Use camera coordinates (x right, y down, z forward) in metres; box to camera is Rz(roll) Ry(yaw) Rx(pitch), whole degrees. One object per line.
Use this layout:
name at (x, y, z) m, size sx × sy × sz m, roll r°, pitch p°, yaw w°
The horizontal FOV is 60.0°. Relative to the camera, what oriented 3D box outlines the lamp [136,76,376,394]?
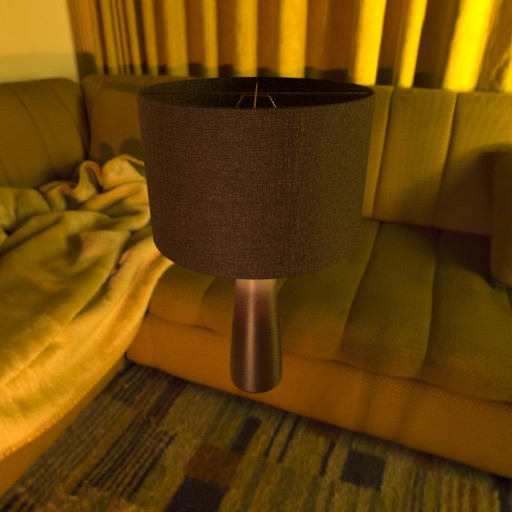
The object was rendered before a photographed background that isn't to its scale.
lamp at (0.000, 0.000, 0.687) m, size 0.303 × 0.488 × 0.303 m, roll 0°, pitch 28°, yaw 0°
